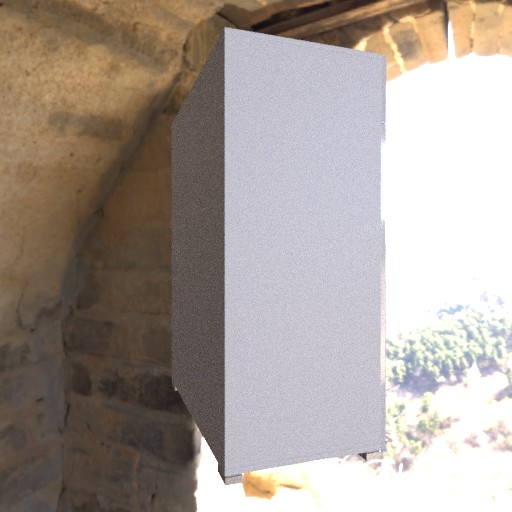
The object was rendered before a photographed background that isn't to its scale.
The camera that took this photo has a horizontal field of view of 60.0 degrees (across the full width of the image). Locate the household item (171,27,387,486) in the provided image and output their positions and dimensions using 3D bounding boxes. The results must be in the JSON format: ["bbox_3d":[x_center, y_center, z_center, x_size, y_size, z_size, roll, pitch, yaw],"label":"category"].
[{"bbox_3d":[0.000,0.000,1.416,0.420,1.010,0.790,0,0,-19],"label":"household item"}]
